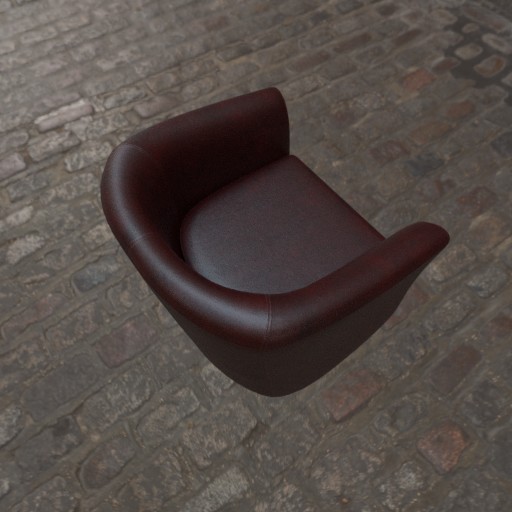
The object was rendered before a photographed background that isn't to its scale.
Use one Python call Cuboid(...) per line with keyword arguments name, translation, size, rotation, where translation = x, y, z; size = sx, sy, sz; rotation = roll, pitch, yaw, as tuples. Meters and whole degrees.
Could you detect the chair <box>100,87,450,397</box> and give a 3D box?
Cuboid(name="chair", translation=(0.000, 0.000, 1.413), size=(0.727, 0.756, 0.792), rotation=(-32, 63, -19))
